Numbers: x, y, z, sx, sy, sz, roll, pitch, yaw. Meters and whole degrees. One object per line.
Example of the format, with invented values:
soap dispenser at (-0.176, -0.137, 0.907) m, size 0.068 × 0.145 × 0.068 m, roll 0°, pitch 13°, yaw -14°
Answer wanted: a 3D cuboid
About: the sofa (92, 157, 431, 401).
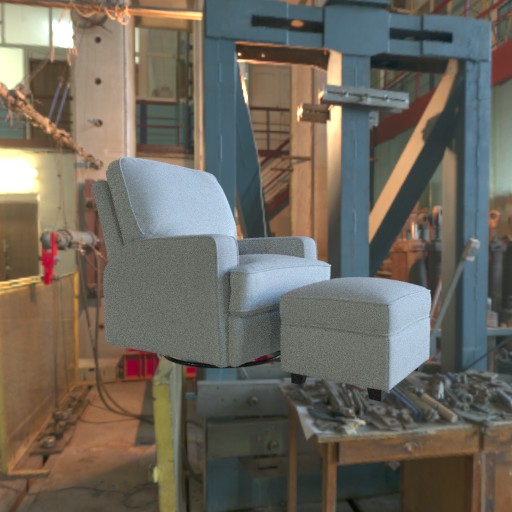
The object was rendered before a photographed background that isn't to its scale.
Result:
sofa at (0.000, 0.000, 2.085) m, size 1.472 × 0.959 × 0.861 m, roll 1°, pitch 2°, yaw 35°
